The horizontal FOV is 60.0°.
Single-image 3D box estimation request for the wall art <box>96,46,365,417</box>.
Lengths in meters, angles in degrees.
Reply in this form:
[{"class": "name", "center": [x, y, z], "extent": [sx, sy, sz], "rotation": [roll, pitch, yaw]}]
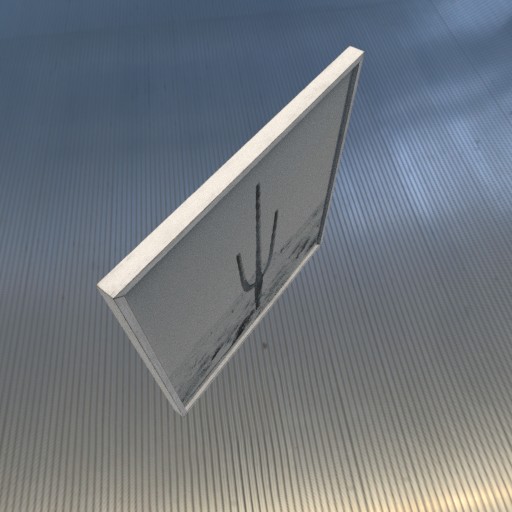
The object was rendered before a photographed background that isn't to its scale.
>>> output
[{"class": "wall art", "center": [0.000, 0.000, 1.147], "extent": [0.038, 0.762, 0.762], "rotation": [32, 63, 19]}]
